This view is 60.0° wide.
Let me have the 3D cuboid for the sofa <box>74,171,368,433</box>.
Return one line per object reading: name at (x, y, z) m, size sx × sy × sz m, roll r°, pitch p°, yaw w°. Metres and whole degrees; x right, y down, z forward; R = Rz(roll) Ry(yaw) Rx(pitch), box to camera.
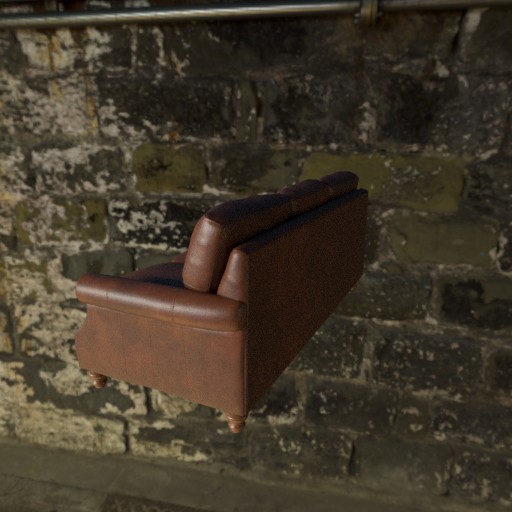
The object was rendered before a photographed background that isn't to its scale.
sofa at (0.000, 0.000, 2.886) m, size 0.973 × 0.977 × 2.351 m, roll 7°, pitch 17°, yaw 25°
